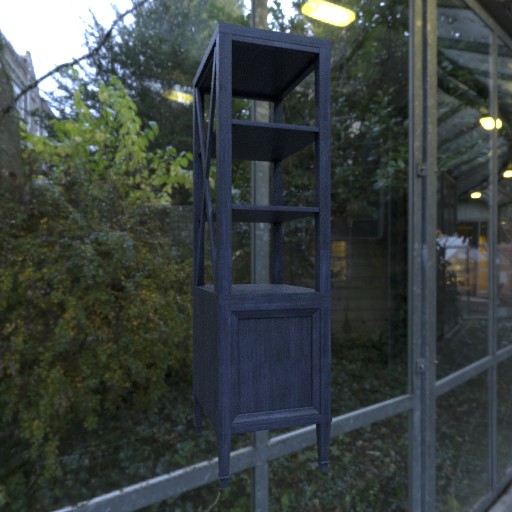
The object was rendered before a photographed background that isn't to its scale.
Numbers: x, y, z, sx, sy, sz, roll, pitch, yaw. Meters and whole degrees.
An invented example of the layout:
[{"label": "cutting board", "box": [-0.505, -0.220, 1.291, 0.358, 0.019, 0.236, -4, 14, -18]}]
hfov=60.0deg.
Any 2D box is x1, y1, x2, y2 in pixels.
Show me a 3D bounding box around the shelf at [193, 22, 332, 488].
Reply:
[{"label": "shelf", "box": [0.000, 0.000, 1.983, 0.472, 1.727, 0.584, 0, 0, -17]}]
